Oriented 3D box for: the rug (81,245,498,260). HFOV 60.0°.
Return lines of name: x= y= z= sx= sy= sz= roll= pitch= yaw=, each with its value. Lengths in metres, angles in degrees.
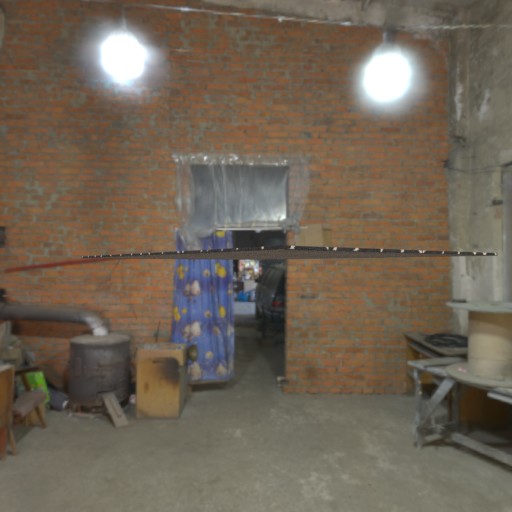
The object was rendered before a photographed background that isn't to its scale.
rug: x=0.000 y=0.000 z=2.253 sx=1.223 sy=0.013 sz=1.830 roll=1 pitch=-1 yaw=-37
